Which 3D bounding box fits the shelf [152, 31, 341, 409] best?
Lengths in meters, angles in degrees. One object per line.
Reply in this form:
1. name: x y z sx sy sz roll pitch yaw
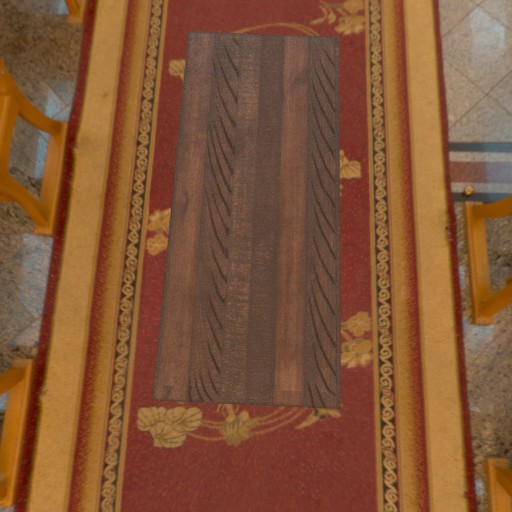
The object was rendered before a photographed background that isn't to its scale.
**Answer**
1. shelf: 0.000 0.000 1.387 0.352 0.947 0.822 2 75 1
